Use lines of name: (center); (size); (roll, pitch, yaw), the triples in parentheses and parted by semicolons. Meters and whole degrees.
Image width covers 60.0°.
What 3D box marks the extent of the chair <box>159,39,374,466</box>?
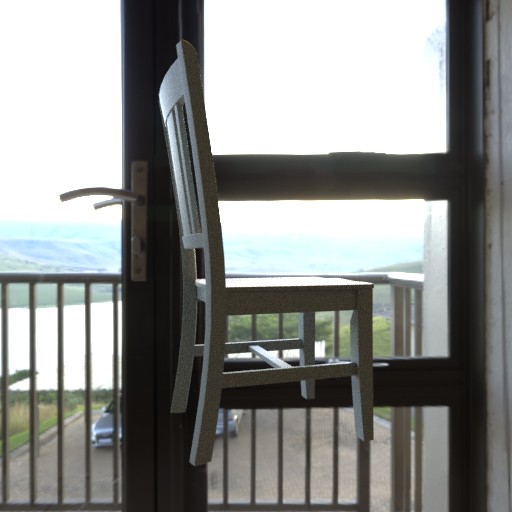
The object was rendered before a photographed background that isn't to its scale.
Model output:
chair: (0.000, 0.000, 1.311); (0.555, 0.998, 0.450); (0, 0, -18)
